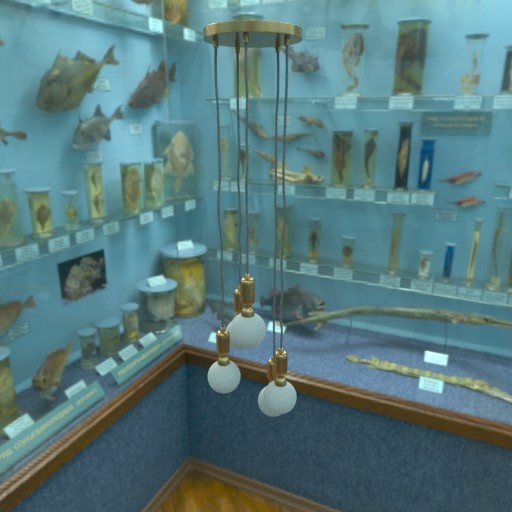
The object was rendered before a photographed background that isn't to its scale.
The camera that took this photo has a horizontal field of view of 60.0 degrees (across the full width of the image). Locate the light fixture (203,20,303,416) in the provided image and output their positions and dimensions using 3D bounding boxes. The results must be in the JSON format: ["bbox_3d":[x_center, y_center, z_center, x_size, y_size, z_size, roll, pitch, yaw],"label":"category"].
[{"bbox_3d":[0.000,0.000,0.496,0.105,0.457,0.108,9,20,26],"label":"light fixture"}]
